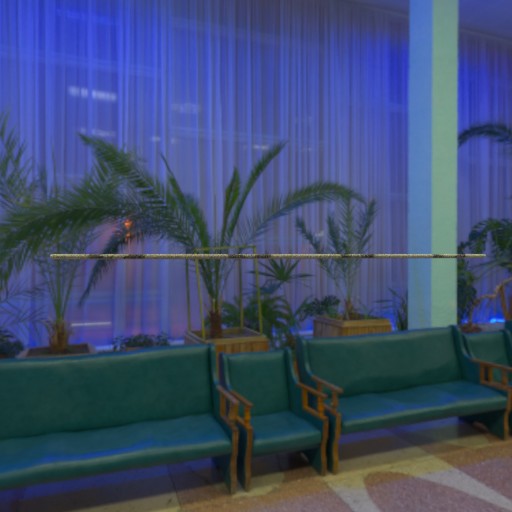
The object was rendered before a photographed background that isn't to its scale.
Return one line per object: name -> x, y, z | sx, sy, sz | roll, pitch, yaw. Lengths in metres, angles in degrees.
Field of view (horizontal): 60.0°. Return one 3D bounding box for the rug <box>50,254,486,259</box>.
rug -> 0.000, 0.000, 3.409 | 2.701, 0.026, 1.801 | 0, 0, -19
